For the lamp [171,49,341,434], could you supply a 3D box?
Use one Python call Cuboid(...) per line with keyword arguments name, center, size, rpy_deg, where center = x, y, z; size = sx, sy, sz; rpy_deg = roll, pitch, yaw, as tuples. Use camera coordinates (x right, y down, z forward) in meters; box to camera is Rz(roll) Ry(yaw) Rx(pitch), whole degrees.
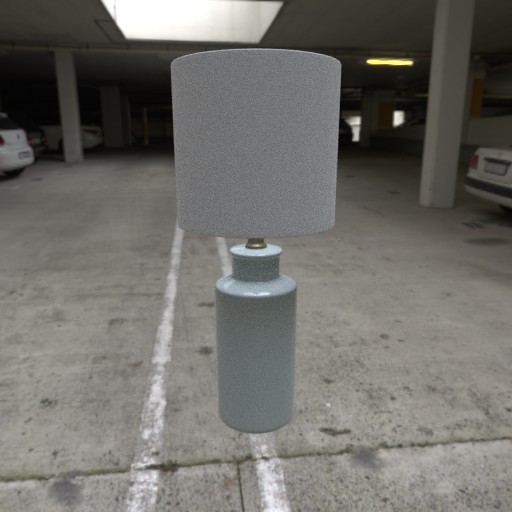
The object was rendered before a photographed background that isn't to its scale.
Cuboid(name="lamp", center=(0.000, 0.000, 0.619), size=(0.212, 0.493, 0.212), rpy_deg=(-2, 14, -8))
